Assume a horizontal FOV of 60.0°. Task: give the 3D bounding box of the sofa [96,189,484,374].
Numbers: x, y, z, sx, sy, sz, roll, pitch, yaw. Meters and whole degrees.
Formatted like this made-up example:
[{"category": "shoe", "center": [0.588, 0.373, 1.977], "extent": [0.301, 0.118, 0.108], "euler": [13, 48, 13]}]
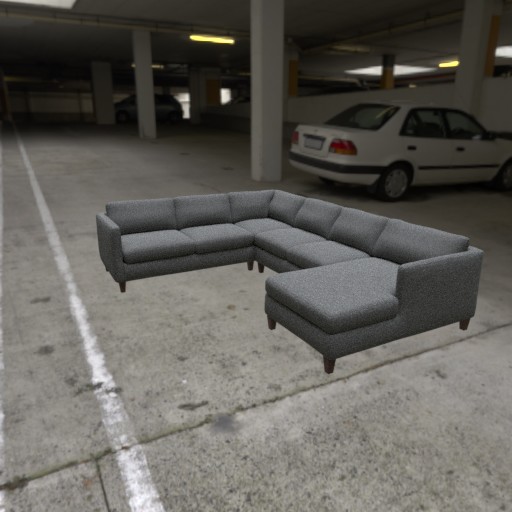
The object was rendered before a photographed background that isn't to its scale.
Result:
[{"category": "sofa", "center": [0.000, 0.000, 4.449], "extent": [2.551, 0.853, 3.238], "euler": [-9, 19, -27]}]
